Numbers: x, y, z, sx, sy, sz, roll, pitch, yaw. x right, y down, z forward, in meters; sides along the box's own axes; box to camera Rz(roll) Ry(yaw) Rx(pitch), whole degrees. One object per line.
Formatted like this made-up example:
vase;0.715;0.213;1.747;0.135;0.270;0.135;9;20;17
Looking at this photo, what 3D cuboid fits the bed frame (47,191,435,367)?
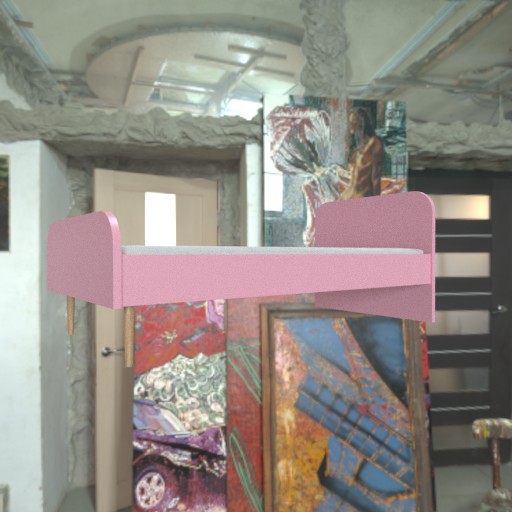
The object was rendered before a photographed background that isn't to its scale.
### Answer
bed frame;0.000;0.000;2.490;1.963;0.805;0.998;0;1;-37
